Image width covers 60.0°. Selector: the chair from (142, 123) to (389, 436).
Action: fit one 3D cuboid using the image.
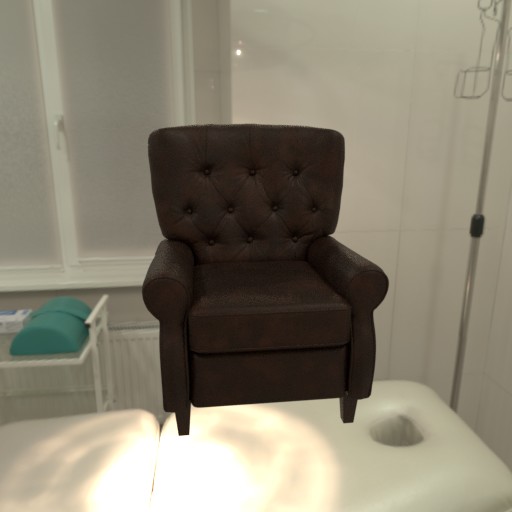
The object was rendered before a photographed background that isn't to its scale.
[{"bbox_3d":[0.000,0.000,1.979,0.948,1.158,1.058,-2,15,-7],"label":"chair"}]
